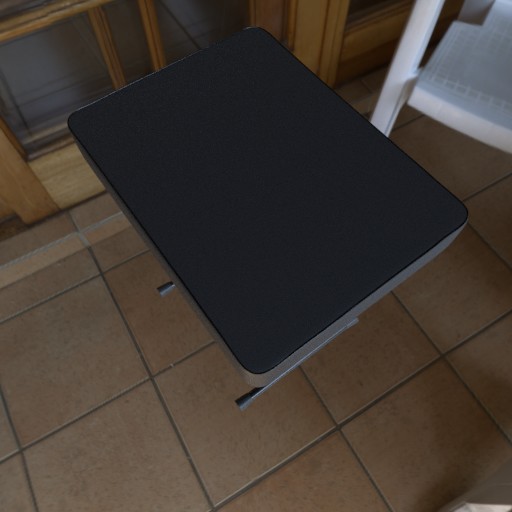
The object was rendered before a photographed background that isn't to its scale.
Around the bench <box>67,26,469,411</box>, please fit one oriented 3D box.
[{"bbox_3d":[0.000,0.000,0.764,0.321,0.500,0.424,-33,68,-16],"label":"bench"}]
